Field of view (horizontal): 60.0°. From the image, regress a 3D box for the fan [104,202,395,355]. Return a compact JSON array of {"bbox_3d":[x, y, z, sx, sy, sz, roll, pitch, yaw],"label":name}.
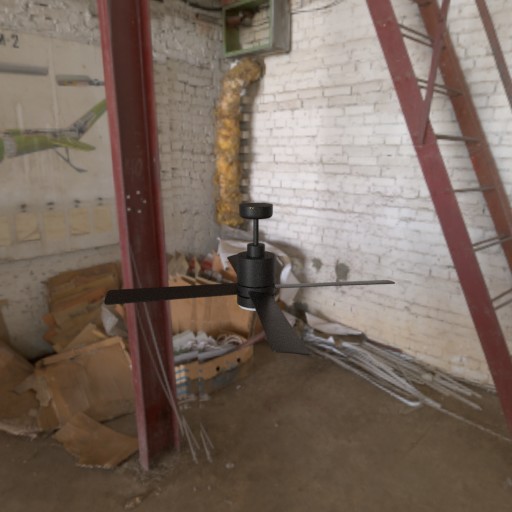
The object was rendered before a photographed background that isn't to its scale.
[{"bbox_3d":[0.000,0.000,2.300,1.525,0.534,1.525,-2,14,-9],"label":"fan"}]
